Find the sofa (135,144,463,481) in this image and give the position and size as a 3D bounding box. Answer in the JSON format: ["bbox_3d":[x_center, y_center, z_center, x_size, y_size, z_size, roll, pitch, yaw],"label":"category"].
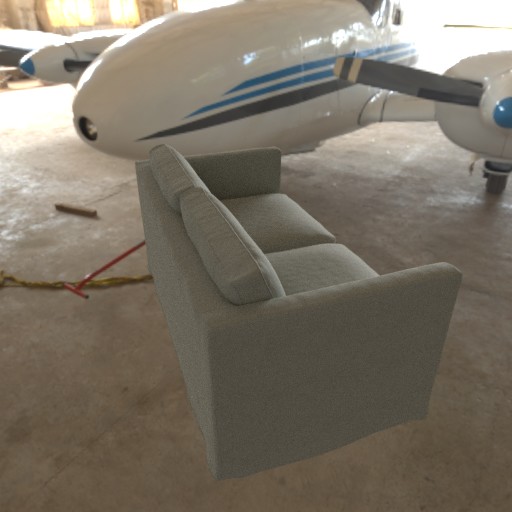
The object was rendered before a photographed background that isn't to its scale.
[{"bbox_3d":[0.000,0.000,2.220,0.944,0.830,1.727,-10,31,-18],"label":"sofa"}]
